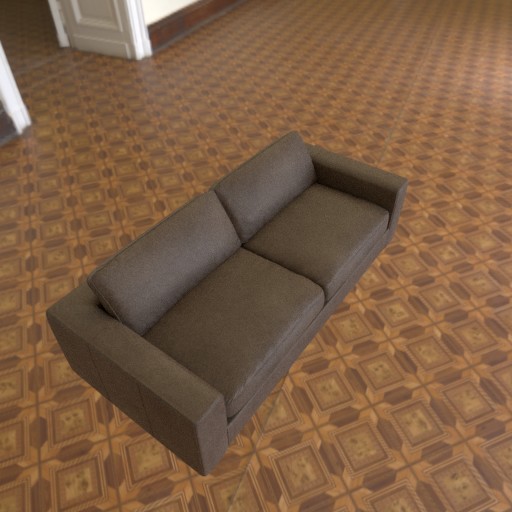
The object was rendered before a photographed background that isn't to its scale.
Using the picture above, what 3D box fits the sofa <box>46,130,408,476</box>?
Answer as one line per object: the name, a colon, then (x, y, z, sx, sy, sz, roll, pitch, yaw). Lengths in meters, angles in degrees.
sofa: (0.000, 0.000, 2.803, 1.070, 0.801, 2.262, 27, 50, 26)
